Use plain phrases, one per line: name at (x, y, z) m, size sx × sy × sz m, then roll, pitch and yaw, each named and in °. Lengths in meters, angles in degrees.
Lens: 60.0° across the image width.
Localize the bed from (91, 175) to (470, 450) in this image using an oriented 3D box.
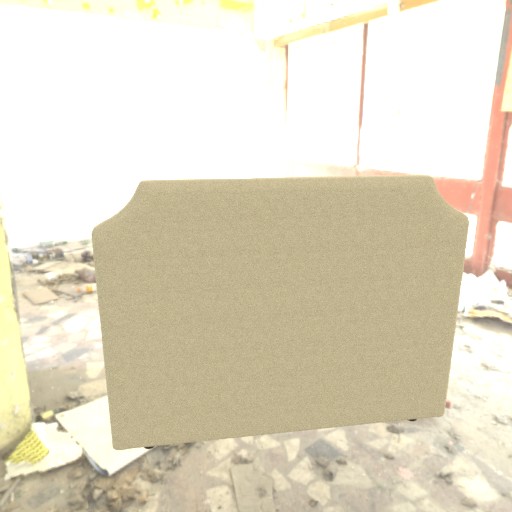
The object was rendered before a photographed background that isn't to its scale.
bed at (0.000, 0.000, 3.026) m, size 1.693 × 1.290 × 2.116 m, roll -3°, pitch 17°, yaw -8°
